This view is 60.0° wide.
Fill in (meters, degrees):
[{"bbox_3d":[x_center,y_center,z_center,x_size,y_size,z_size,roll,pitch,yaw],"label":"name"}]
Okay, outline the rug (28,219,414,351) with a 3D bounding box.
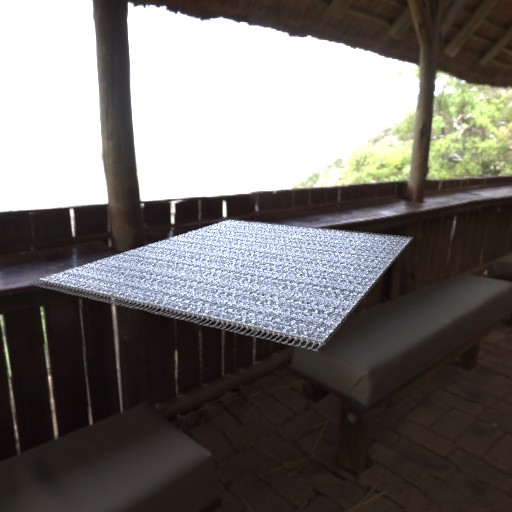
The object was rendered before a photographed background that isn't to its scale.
[{"bbox_3d":[0.000,0.000,3.967,2.256,0.013,2.910,8,17,27],"label":"rug"}]
